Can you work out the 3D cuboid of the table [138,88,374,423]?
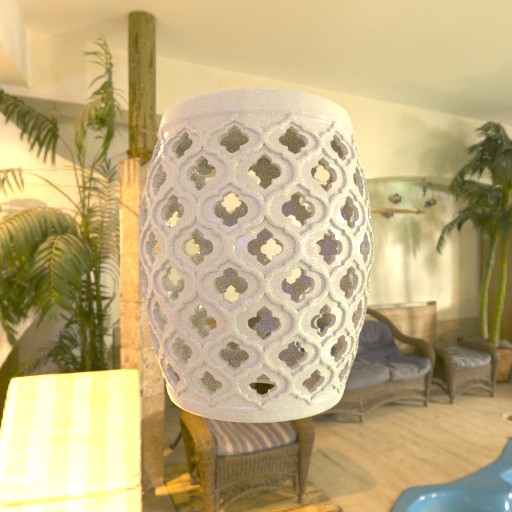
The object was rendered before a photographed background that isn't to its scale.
[{"bbox_3d":[0.000,0.000,0.632,0.325,0.388,0.325,0,0,0],"label":"table"}]
